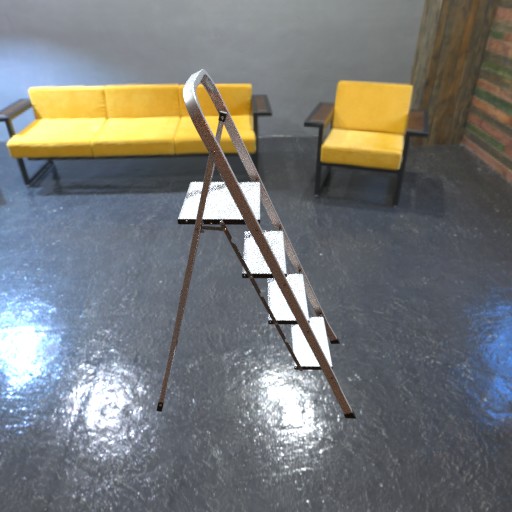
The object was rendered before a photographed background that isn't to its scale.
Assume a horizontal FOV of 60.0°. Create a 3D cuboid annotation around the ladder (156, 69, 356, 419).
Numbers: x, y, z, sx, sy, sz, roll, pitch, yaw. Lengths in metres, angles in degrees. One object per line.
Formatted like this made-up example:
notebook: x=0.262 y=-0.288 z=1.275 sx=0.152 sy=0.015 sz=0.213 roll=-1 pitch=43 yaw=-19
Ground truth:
ladder: x=0.000 y=0.000 z=1.682 sx=0.830 sy=1.290 sz=0.465 roll=0 pitch=32 yaw=0
